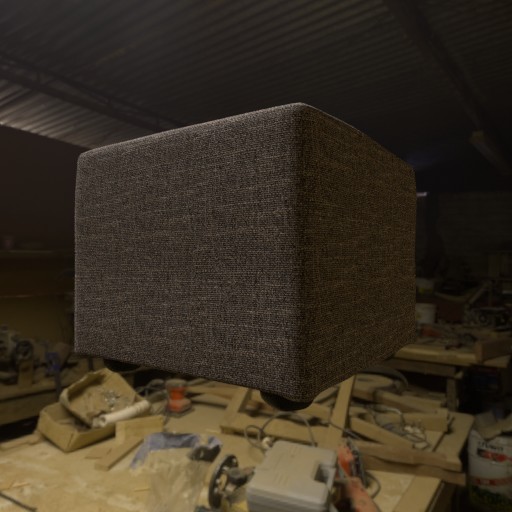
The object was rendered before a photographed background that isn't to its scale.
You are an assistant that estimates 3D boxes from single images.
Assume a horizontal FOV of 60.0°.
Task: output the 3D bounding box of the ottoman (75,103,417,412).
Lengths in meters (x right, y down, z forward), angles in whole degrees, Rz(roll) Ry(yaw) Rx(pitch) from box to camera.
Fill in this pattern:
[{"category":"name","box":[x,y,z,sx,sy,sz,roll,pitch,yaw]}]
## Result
[{"category":"ottoman","box":[0.000,0.000,0.913,0.521,0.453,0.512,0,0,35]}]
